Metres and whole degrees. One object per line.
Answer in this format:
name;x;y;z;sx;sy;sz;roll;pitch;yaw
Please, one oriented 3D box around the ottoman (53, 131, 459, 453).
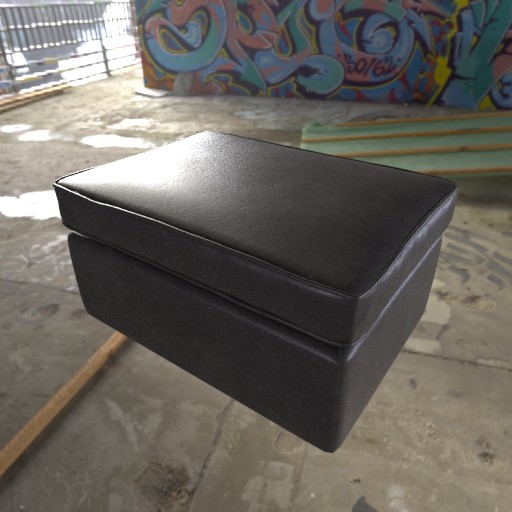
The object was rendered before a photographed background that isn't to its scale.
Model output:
ottoman;0.000;0.000;1.080;0.756;0.445;0.554;20;36;30
